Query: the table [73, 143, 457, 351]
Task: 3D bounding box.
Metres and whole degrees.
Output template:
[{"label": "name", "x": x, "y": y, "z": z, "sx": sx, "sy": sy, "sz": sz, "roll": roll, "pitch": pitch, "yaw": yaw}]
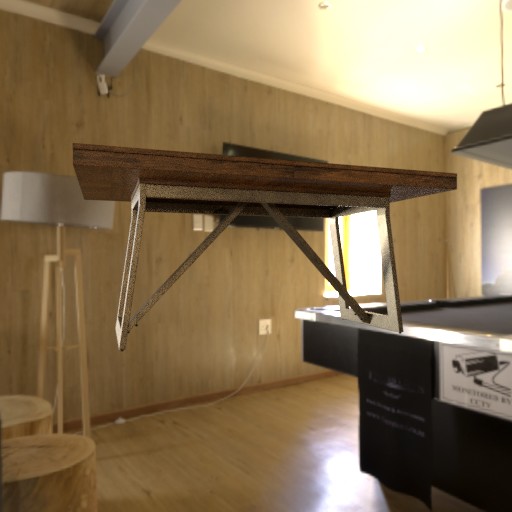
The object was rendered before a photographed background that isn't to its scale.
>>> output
[{"label": "table", "x": 0.000, "y": 0.000, "z": 2.214, "sx": 1.641, "sy": 0.757, "sz": 0.931, "roll": 0, "pitch": -1, "yaw": -19}]
